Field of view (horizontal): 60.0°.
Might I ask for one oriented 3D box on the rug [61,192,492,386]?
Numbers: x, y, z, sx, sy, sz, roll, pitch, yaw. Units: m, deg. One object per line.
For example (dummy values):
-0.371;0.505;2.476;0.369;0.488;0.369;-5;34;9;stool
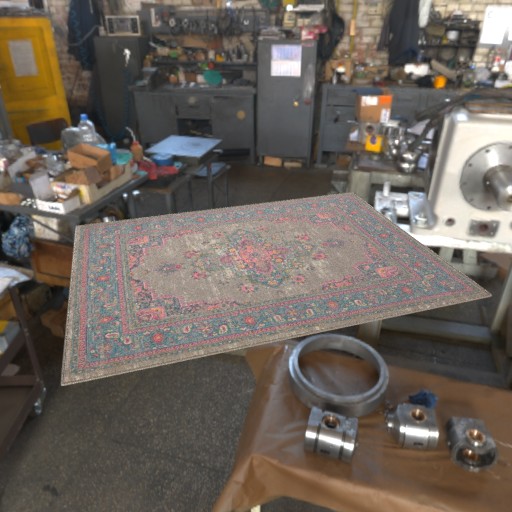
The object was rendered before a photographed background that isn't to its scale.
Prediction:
0.000;0.000;2.805;2.214;0.013;1.609;-9;31;-15;rug
